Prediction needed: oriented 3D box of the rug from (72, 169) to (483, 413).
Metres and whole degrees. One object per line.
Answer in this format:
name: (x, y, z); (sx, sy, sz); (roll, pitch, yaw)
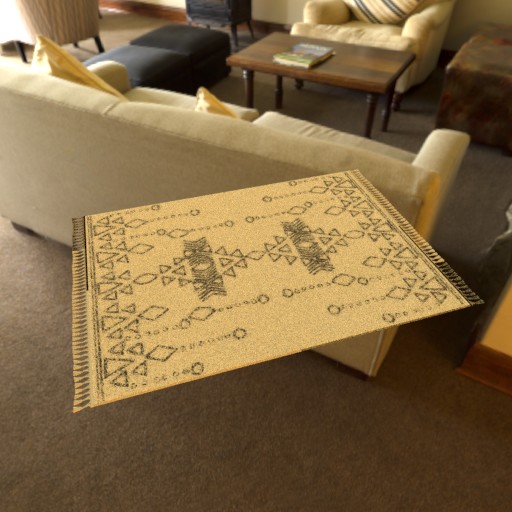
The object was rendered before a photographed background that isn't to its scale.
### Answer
rug: (0.000, 0.000, 2.919); (2.312, 0.013, 1.600); (-12, 43, -13)
